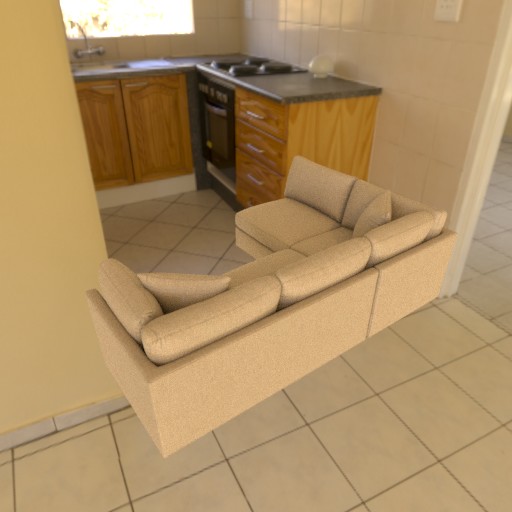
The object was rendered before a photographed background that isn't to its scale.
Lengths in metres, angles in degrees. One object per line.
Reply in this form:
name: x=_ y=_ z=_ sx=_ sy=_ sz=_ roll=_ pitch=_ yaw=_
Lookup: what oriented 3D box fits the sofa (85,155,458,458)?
sofa: x=0.000 y=0.000 z=3.882 sx=2.896 sy=0.978 sz=1.994 roll=-21 pitch=37 yaw=-31
